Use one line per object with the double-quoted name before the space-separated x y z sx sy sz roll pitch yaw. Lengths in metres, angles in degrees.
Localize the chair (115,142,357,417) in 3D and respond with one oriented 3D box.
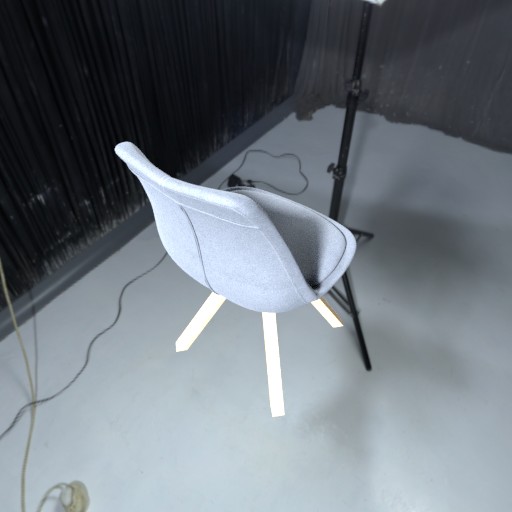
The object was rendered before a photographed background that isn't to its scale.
"chair" 0.000 0.000 1.209 0.474 0.863 0.549 28 53 24
